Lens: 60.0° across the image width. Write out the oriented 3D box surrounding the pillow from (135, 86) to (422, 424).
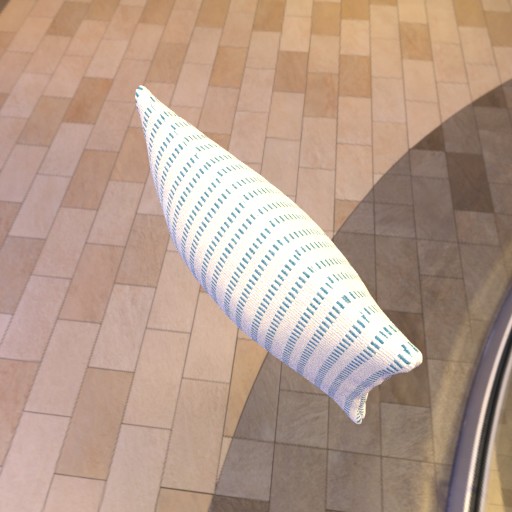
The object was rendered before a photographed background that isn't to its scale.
[{"bbox_3d":[0.000,0.000,0.797,0.210,0.353,0.640,-35,66,-19],"label":"pillow"}]
